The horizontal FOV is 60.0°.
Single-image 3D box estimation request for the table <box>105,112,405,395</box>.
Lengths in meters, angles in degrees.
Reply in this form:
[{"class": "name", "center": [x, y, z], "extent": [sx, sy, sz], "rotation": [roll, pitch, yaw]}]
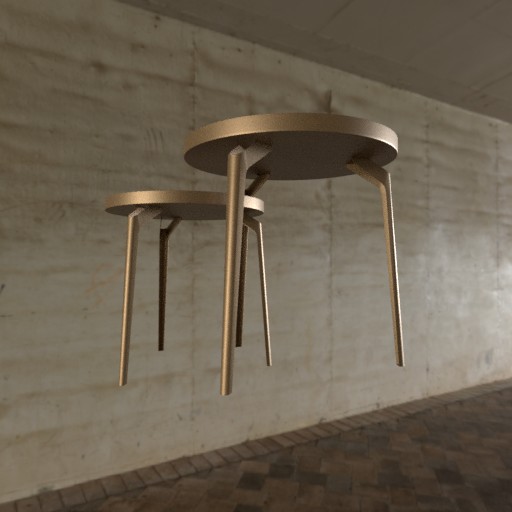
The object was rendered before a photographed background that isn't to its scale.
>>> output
[{"class": "table", "center": [0.000, 0.000, 1.130], "extent": [0.751, 0.555, 0.532], "rotation": [0, -1, 1]}]
